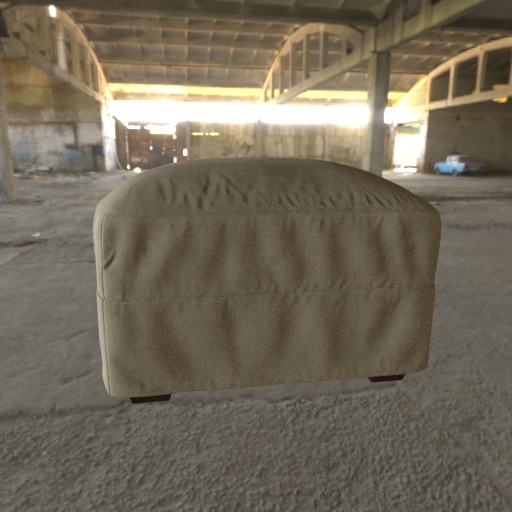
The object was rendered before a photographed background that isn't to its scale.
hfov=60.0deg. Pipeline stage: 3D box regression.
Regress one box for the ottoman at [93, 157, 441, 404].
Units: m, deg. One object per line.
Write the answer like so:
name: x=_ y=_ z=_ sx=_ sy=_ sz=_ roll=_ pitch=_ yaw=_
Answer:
ottoman: x=0.000 y=0.000 z=1.104 sx=0.712 sy=0.480 sz=0.584 roll=-2 pitch=13 yaw=-9
